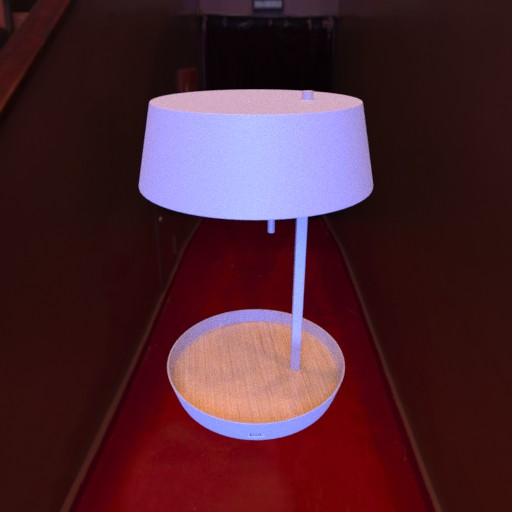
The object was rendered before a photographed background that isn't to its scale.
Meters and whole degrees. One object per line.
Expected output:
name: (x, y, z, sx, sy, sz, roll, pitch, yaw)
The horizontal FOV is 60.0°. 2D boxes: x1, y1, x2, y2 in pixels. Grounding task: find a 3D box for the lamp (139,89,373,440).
lamp: (0.000, 0.000, 0.612, 0.291, 0.429, 0.291, 0, 26, 0)
